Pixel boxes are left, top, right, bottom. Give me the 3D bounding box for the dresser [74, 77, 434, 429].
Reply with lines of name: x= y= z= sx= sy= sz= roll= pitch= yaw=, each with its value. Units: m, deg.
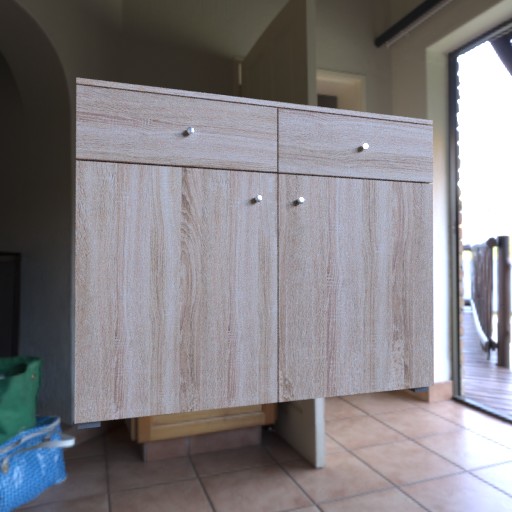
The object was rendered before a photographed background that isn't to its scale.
dresser: x=0.000 y=0.000 z=1.492 sx=1.100 sy=0.900 sz=0.450 roll=0 pitch=-1 yaw=-18
